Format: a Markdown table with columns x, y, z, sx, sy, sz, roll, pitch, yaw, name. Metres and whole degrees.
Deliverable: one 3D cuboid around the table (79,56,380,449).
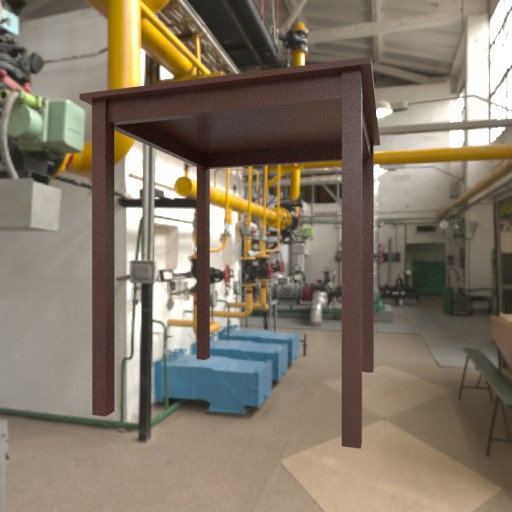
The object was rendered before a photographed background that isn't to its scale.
| x | y | z | sx | sy | sz | roll | pitch | yaw | name |
| --- | --- | --- | --- | --- | --- | --- | --- | --- | --- |
| 0.000 | 0.000 | 1.637 | 0.861 | 0.991 | 0.861 | 0 | 0 | 17 | table |
